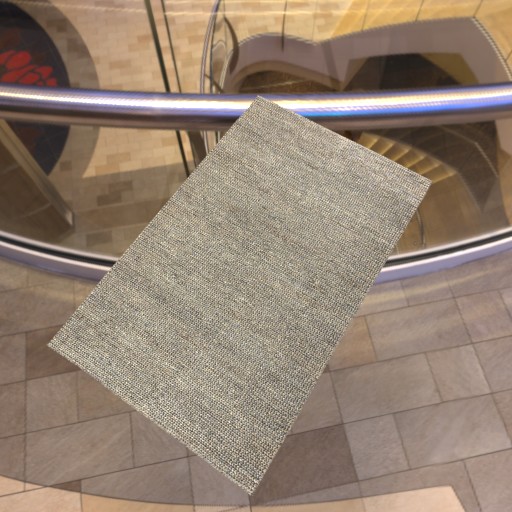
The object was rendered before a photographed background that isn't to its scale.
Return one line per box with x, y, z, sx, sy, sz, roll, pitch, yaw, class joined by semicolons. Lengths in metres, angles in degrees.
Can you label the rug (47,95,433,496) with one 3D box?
0.000;0.000;3.015;1.538;0.021;2.443;31;69;13;rug
